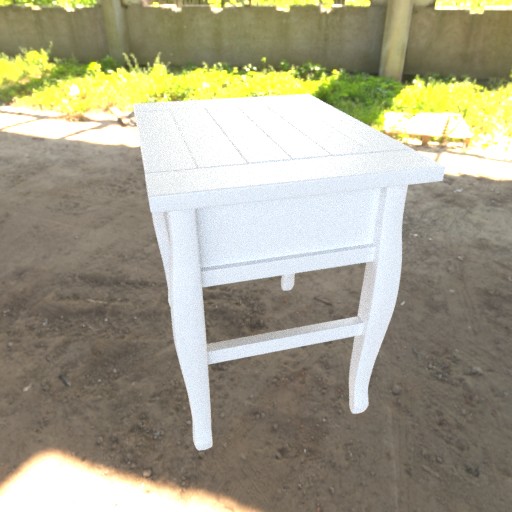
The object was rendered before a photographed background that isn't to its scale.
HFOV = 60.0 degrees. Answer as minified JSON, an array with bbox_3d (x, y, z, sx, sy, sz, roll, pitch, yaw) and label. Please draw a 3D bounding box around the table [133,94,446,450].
[{"bbox_3d":[0.000,0.000,1.048,0.463,0.605,0.599,-8,32,-13],"label":"table"}]
